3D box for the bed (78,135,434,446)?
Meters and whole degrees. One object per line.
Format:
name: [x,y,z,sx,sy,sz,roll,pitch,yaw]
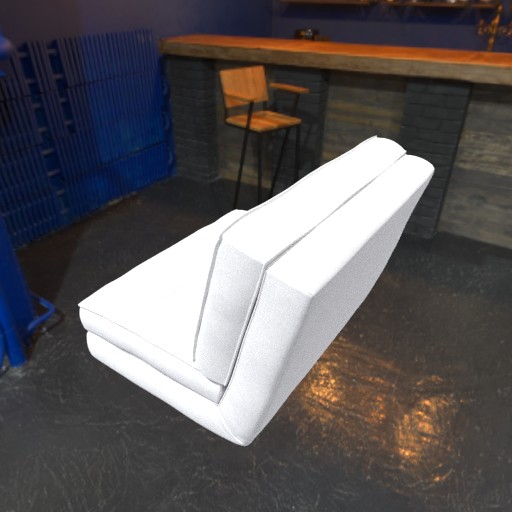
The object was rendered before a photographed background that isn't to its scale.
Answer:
bed: [0.000,0.000,1.317,0.749,0.614,0.799,19,36,29]
